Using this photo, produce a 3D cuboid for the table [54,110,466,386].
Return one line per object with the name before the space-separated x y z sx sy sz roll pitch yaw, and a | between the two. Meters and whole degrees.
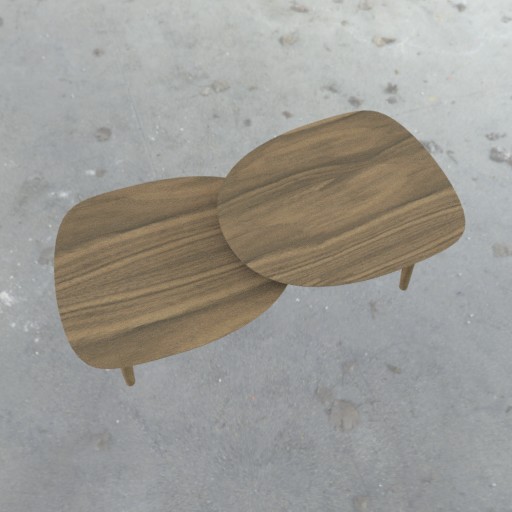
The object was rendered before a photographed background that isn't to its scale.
table | 0.000 0.000 1.350 1.084 0.429 0.527 -17 64 -9
